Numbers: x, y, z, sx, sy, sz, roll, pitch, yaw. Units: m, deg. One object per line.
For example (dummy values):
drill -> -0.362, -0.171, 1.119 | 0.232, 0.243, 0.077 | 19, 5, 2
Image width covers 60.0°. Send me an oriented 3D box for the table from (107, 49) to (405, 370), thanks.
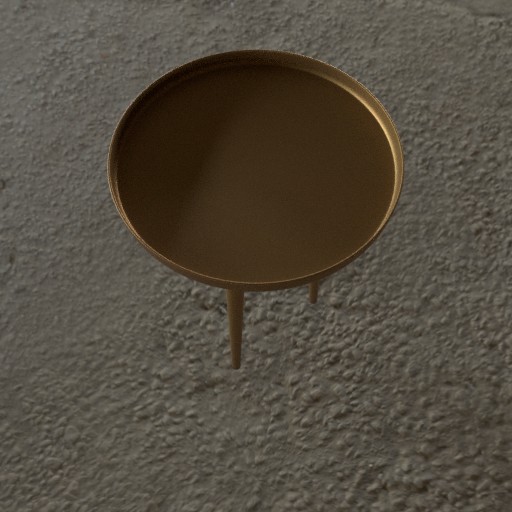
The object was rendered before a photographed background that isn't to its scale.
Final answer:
table -> 0.000, 0.000, 0.664 | 0.299, 0.480, 0.299 | 14, 64, 7
